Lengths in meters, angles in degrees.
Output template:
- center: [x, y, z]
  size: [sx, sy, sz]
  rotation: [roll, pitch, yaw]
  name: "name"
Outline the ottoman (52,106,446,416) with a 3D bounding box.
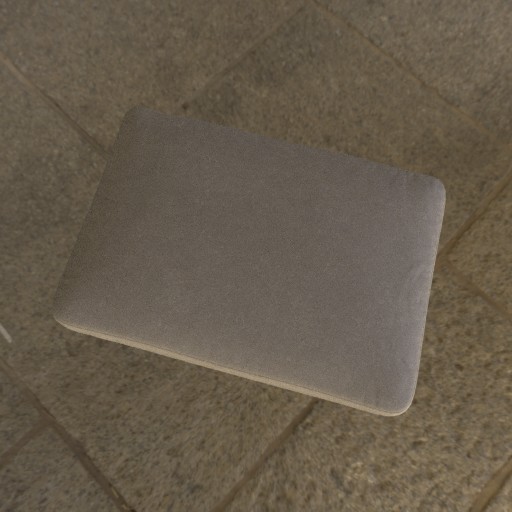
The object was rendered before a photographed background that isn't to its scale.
- center: [0.000, 0.000, 1.600]
  size: [1.199, 0.429, 0.840]
  rotation: [14, 75, 4]
  name: "ottoman"
